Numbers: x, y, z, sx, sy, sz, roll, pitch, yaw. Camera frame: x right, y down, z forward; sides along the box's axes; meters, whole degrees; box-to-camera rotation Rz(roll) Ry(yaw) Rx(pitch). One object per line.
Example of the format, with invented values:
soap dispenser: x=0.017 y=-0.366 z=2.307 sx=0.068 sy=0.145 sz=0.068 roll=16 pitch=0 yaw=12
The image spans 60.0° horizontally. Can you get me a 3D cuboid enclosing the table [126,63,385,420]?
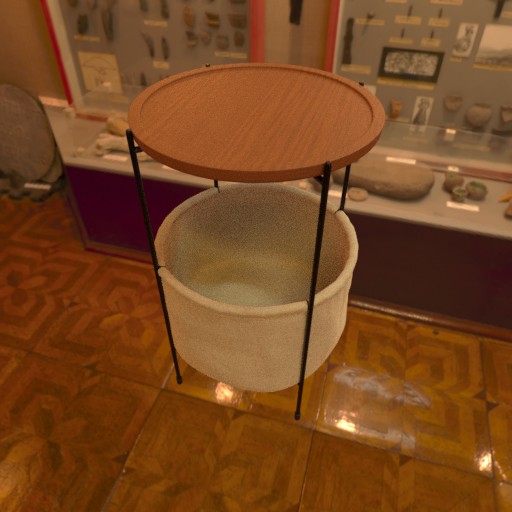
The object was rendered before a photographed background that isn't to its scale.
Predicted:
table: x=0.000 y=0.000 z=0.884 sx=0.393 sy=0.623 sz=0.393 roll=12 pitch=43 yaw=14
